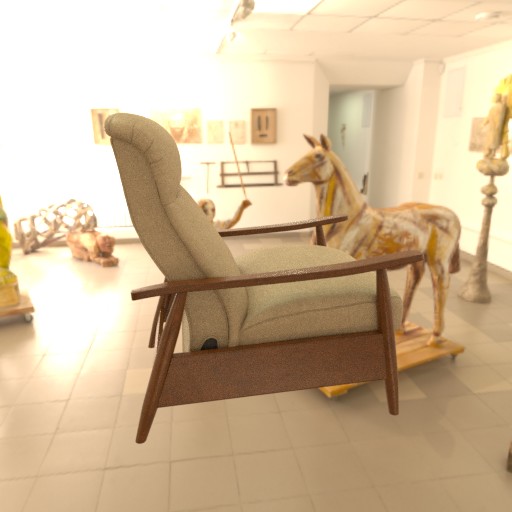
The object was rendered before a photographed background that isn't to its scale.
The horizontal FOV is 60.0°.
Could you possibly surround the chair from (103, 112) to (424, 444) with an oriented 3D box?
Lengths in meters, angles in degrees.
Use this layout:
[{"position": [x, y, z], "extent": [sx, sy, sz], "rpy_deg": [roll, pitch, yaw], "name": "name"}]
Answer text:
[{"position": [0.000, 0.000, 1.789], "extent": [1.030, 1.082, 0.762], "rpy_deg": [-3, 16, -9], "name": "chair"}]
